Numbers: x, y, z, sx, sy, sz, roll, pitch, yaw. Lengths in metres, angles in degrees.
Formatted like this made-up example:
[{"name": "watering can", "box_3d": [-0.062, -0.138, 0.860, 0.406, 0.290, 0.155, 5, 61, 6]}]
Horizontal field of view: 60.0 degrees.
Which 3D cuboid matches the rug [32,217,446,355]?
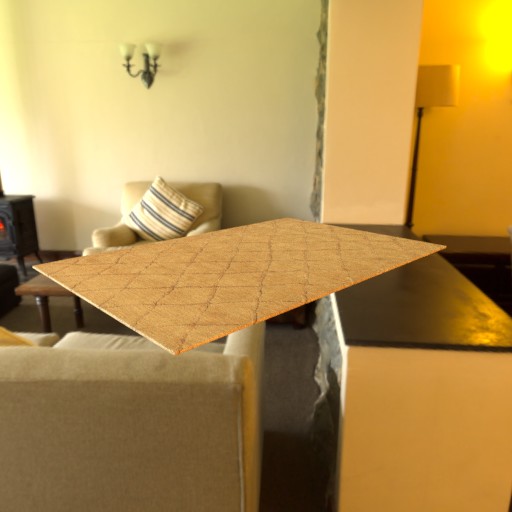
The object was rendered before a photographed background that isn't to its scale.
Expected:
[{"name": "rug", "box_3d": [0.000, 0.000, 2.920, 2.292, 0.014, 1.528, -14, 21, -42]}]
